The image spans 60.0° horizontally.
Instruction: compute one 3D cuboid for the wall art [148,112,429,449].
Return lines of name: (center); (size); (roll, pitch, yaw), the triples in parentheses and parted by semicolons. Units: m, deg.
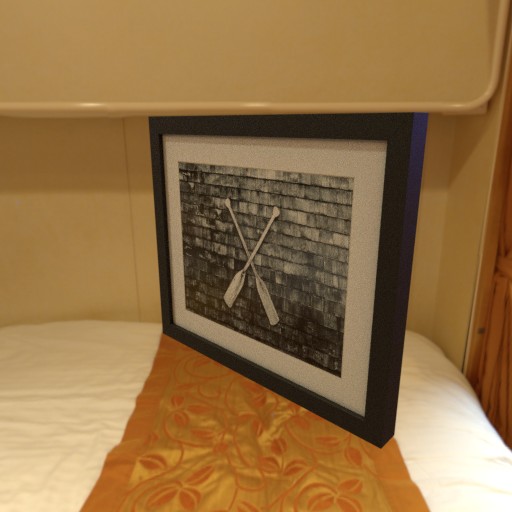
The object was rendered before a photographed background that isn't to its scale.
wall art: (0.000, 0.000, 0.544); (0.381, 0.330, 0.029); (15, 22, 41)
